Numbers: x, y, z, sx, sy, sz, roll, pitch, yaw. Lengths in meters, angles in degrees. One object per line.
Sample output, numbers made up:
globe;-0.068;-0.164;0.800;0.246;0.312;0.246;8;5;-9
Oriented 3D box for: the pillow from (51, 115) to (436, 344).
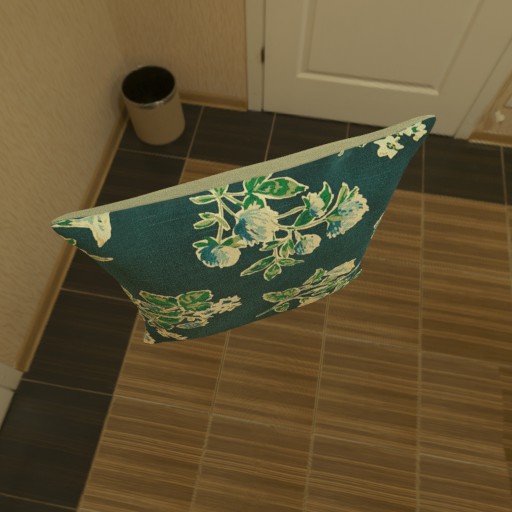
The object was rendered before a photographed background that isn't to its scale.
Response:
pillow;0.000;0.000;0.794;0.525;0.508;0.166;-17;65;-8
